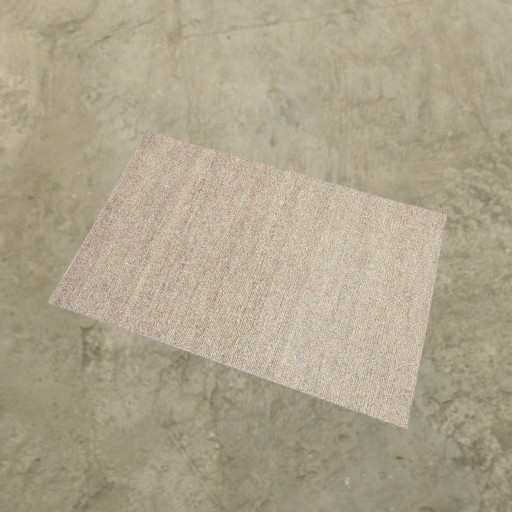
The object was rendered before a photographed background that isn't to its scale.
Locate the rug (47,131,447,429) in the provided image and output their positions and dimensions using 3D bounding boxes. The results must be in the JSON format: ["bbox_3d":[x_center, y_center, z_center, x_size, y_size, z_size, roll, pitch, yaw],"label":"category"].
[{"bbox_3d":[0.000,0.000,2.284,1.792,0.021,1.154,17,65,8],"label":"rug"}]
